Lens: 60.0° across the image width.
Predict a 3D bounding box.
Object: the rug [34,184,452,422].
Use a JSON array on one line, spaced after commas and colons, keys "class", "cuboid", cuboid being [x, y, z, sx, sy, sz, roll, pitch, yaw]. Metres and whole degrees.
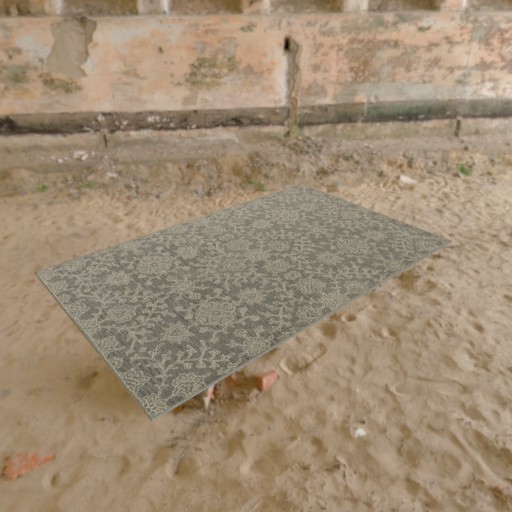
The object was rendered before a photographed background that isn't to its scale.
[{"class": "rug", "cuboid": [0.000, 0.000, 3.009, 2.430, 0.010, 1.515, -23, 37, -34]}]
